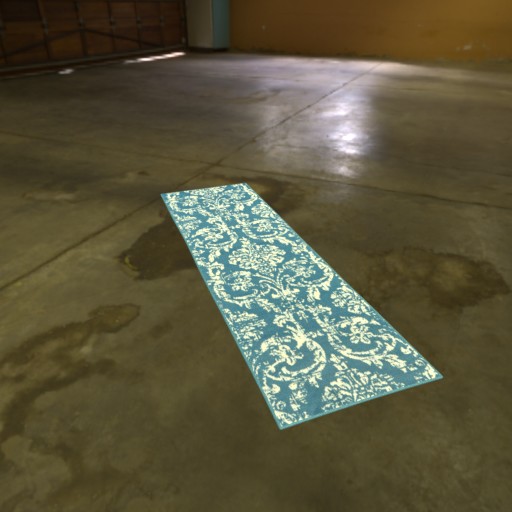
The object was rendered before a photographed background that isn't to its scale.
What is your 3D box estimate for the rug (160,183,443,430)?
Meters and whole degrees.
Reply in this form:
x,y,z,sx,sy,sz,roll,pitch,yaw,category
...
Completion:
x,y,z,sx,sy,sz,roll,pitch,yaw,category
0.000,0.000,2.436,0.662,0.011,2.196,-11,31,-18,rug
